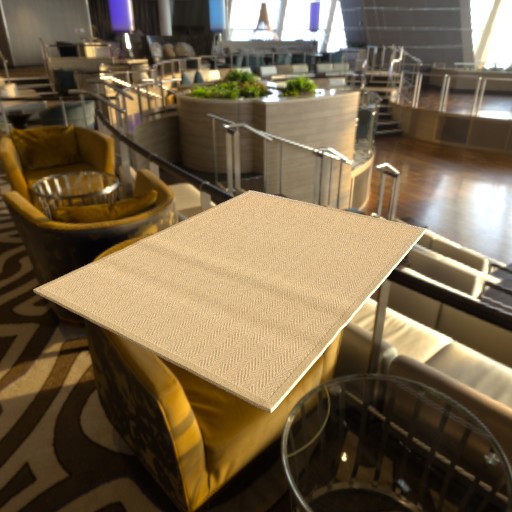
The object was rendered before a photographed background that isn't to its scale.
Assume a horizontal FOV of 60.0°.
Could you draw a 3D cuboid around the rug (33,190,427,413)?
[{"bbox_3d":[0.000,0.000,4.926,2.734,0.037,3.659,17,31,30],"label":"rug"}]
